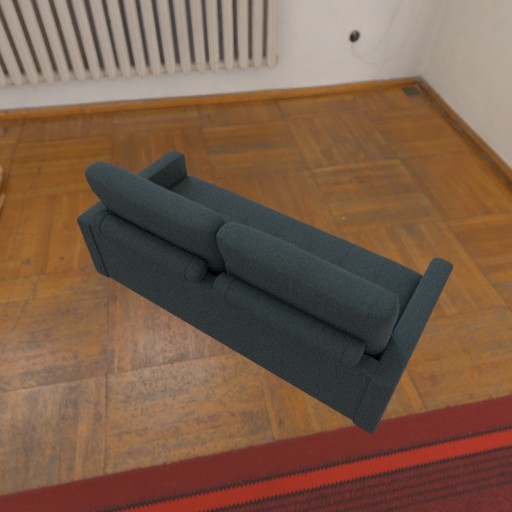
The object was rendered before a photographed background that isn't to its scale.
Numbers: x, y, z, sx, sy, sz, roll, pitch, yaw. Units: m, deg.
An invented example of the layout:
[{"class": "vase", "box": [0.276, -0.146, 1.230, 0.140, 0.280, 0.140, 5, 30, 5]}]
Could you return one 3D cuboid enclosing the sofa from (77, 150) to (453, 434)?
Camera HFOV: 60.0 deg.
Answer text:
[{"class": "sofa", "box": [0.000, 0.000, 2.630, 2.010, 1.050, 0.966, 26, 52, 22]}]
